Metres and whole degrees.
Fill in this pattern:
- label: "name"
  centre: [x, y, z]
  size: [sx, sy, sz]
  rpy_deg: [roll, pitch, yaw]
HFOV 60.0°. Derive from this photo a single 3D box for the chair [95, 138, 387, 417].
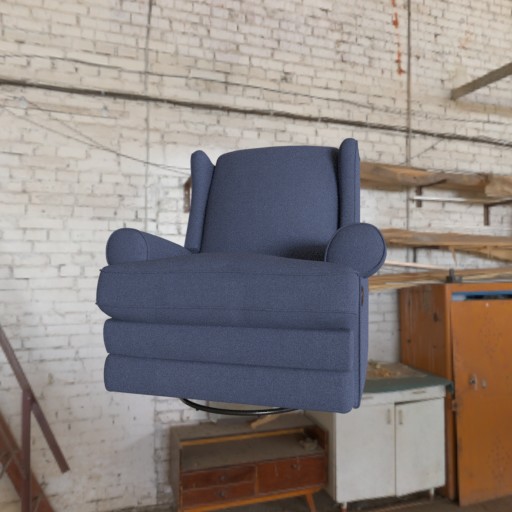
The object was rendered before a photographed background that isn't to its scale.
- label: "chair"
  centre: [0.000, 0.000, 1.712]
  size: [0.971, 1.020, 0.877]
  rpy_deg: [0, -1, 17]
